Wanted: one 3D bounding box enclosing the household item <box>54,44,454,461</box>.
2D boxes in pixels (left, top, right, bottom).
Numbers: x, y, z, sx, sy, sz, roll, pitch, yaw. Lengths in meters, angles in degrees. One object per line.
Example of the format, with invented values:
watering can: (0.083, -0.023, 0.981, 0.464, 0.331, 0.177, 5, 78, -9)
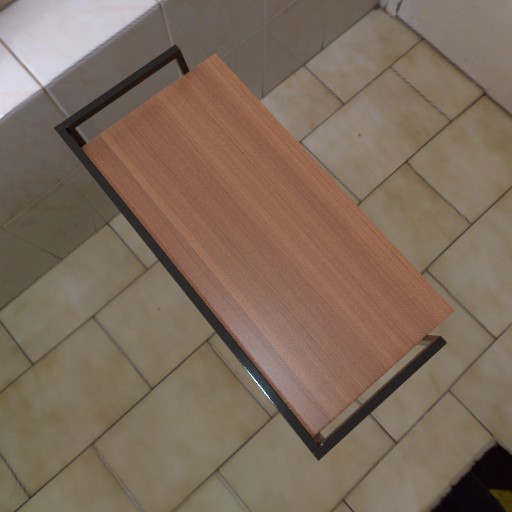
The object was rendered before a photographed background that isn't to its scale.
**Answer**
household item: (0.000, 0.000, 1.519, 0.510, 0.860, 1.050, -39, 80, -9)
